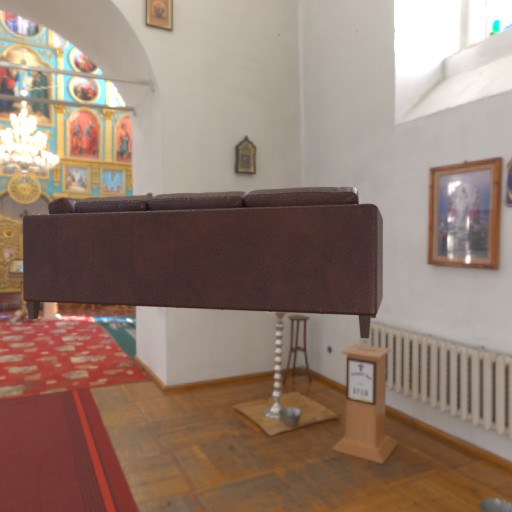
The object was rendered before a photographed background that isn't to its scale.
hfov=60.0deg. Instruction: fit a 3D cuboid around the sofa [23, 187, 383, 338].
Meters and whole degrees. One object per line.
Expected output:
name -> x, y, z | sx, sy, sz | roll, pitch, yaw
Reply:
sofa -> 0.000, 0.000, 4.364 | 2.452, 0.891, 3.324 | 0, 0, 18
